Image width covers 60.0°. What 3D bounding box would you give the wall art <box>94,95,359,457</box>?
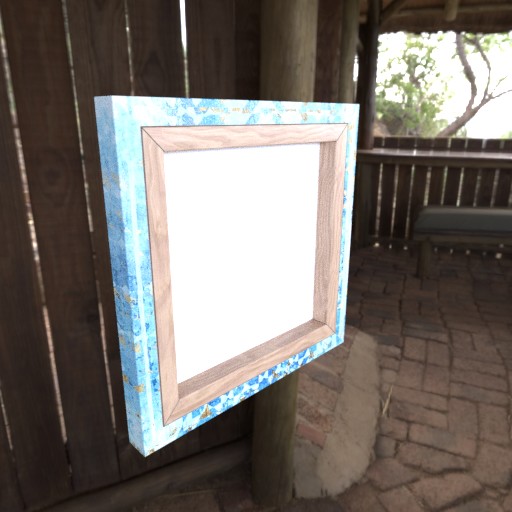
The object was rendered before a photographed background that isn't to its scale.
[{"bbox_3d":[0.000,0.000,0.614,0.405,0.405,0.037,-16,24,-42],"label":"wall art"}]
